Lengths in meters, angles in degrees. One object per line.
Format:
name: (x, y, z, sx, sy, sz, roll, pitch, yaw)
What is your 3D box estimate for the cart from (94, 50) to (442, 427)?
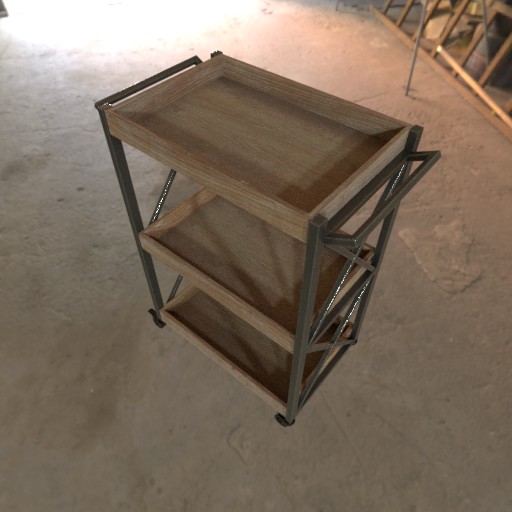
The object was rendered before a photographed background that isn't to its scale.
cart: (0.000, 0.000, 1.208, 0.673, 0.835, 0.377, 31, 55, 25)
